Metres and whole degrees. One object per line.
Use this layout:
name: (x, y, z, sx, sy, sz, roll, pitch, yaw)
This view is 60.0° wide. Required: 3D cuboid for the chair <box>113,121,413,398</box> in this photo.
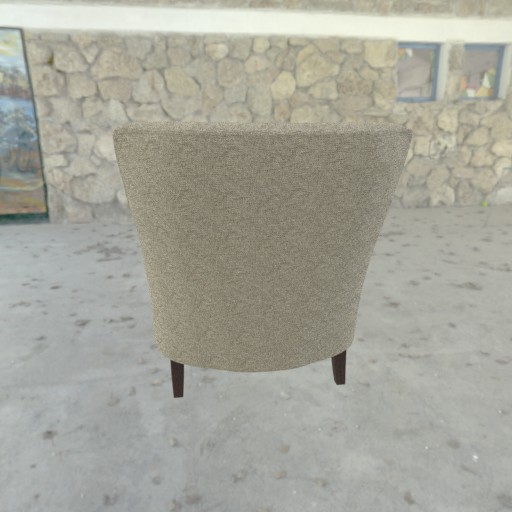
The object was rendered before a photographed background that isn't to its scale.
chair: (0.000, 0.000, 1.632, 0.820, 0.920, 0.910, -2, 15, -8)
